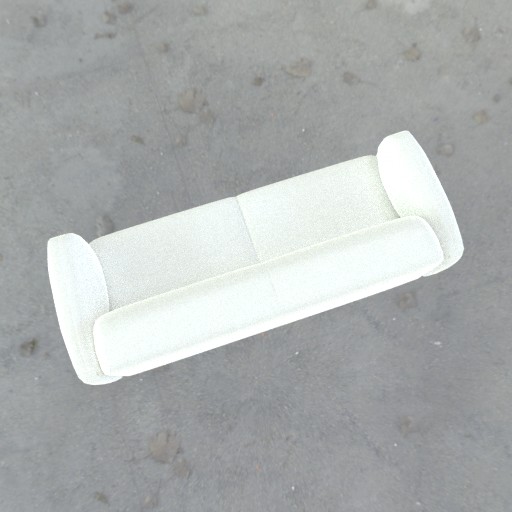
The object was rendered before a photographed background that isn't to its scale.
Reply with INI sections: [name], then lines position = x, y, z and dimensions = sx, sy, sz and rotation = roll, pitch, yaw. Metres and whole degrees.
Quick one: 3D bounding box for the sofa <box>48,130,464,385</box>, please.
[sofa]
position = 0.000, 0.000, 2.659
dimensions = 2.280, 0.780, 0.870
rotation = -18, 75, -5
